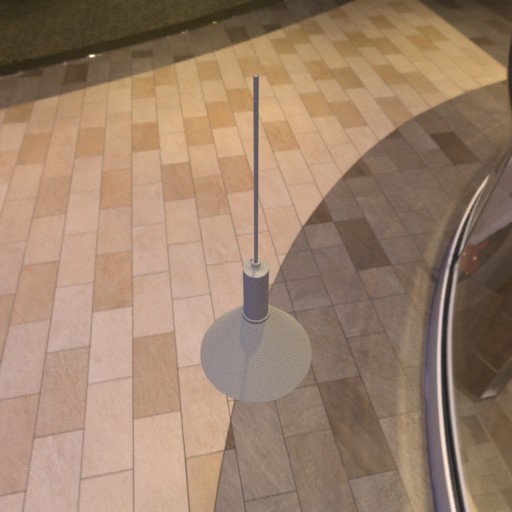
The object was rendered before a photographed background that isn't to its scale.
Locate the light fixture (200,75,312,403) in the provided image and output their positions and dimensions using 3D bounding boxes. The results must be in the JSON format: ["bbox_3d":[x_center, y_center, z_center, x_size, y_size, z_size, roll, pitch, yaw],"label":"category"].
[{"bbox_3d":[0.000,0.000,0.822,0.267,0.683,0.267,25,52,22],"label":"light fixture"}]
